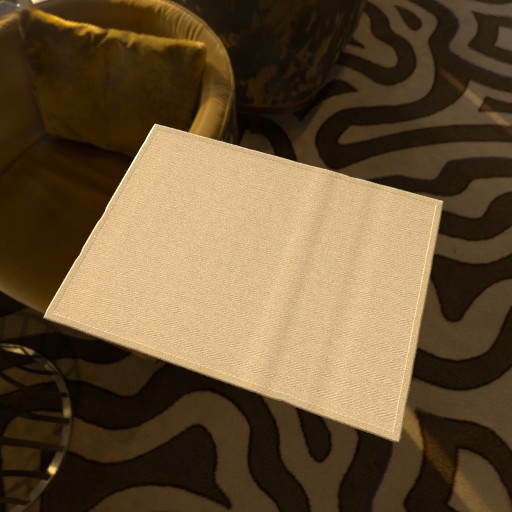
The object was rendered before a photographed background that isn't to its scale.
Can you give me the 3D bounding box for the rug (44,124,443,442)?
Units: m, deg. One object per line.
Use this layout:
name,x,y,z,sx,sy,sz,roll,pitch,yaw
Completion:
rug,0.000,0.000,4.820,3.659,0.037,2.734,17,65,8
